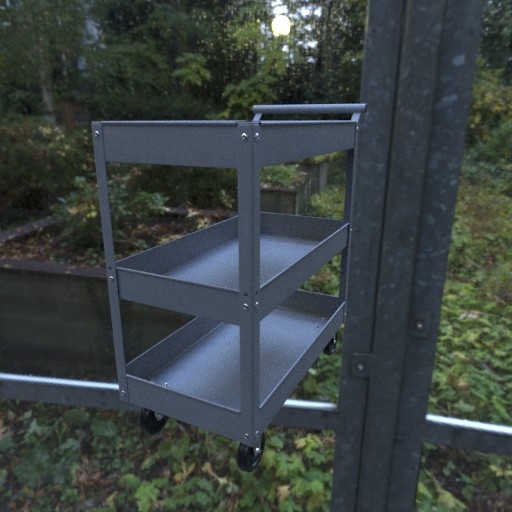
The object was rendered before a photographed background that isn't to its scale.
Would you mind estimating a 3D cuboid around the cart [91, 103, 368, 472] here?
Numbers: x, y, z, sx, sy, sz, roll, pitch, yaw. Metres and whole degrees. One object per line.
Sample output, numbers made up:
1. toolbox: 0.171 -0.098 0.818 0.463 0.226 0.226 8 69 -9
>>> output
1. cart: 0.000 0.000 1.176 0.366 0.780 0.719 8 19 26
